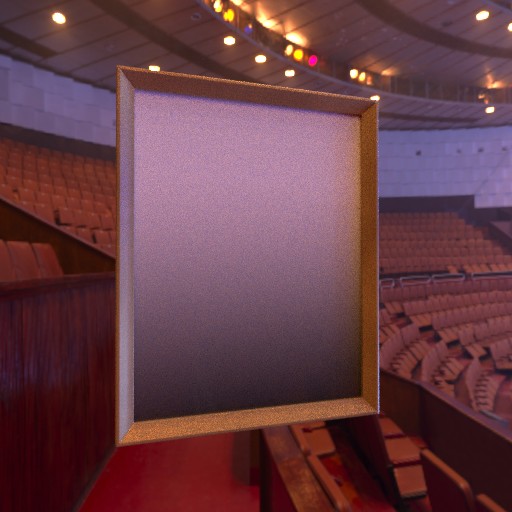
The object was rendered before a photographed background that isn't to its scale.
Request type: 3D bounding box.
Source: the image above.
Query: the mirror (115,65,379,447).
[{"bbox_3d":[0.000,0.000,0.673,0.406,0.509,0.041,0,-1,-18],"label":"mirror"}]
